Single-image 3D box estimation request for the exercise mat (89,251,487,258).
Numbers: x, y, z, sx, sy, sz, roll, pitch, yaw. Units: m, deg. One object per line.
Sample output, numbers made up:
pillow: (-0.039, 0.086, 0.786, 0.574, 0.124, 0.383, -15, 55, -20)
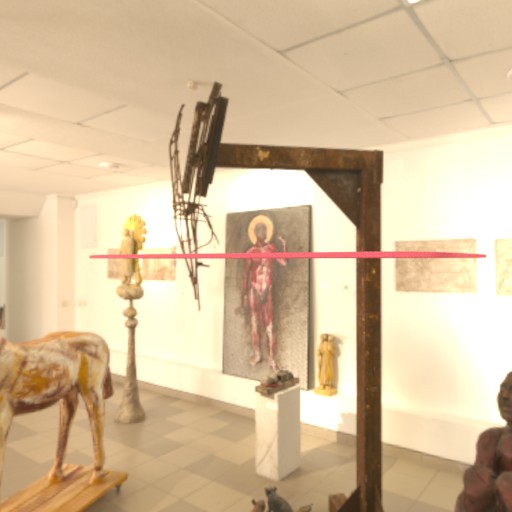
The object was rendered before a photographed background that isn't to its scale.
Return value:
exercise mat: (0.000, 0.000, 2.102, 1.884, 0.021, 0.616, 0, -1, 37)
